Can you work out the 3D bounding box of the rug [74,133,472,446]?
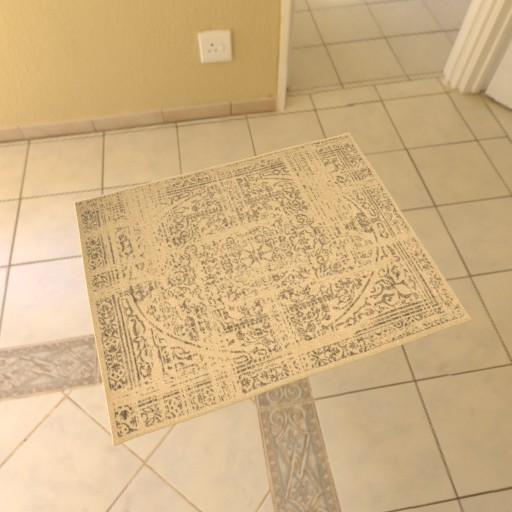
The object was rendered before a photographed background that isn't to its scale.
[{"bbox_3d":[0.000,0.000,3.915,2.921,0.032,2.311,-16,59,-10],"label":"rug"}]
